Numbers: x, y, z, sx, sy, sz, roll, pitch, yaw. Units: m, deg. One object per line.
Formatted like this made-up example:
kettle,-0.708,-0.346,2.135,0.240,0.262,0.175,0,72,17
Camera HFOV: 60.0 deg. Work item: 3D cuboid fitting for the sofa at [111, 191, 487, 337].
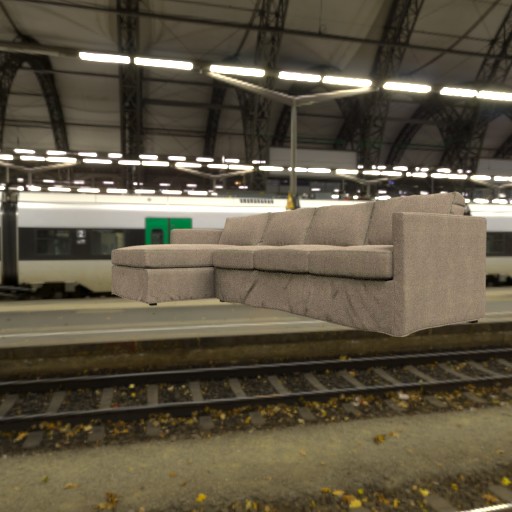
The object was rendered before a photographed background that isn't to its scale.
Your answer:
sofa,0.000,0.000,3.872,1.650,0.922,3.205,-1,1,-35
